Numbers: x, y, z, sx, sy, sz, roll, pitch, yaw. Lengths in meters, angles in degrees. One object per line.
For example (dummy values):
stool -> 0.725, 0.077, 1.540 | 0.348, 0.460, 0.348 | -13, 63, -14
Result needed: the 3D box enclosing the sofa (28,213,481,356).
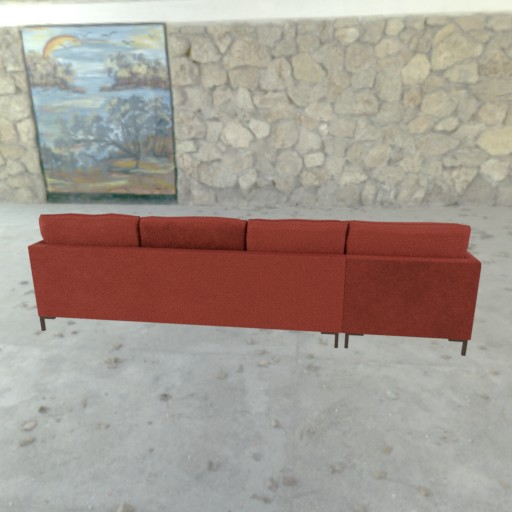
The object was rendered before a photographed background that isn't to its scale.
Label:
sofa -> 0.000, 0.000, 4.008 | 3.400, 0.967, 1.500 | 2, 17, 7
